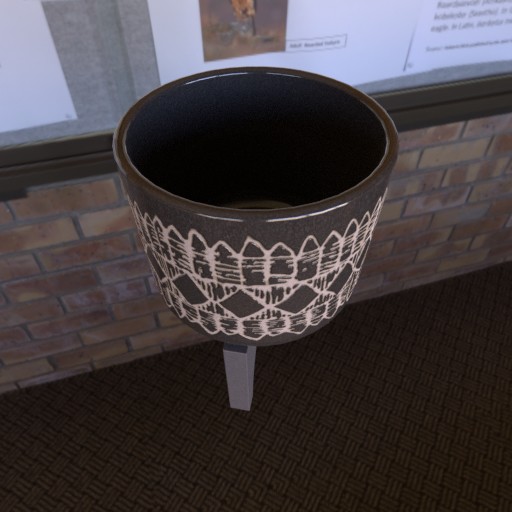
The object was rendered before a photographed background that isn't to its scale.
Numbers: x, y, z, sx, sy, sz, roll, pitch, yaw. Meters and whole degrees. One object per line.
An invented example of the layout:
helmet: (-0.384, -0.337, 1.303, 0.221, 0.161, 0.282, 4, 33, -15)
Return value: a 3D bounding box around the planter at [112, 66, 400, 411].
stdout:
planter: (0.000, 0.000, 0.403, 0.196, 0.264, 0.196, 32, 54, 27)
